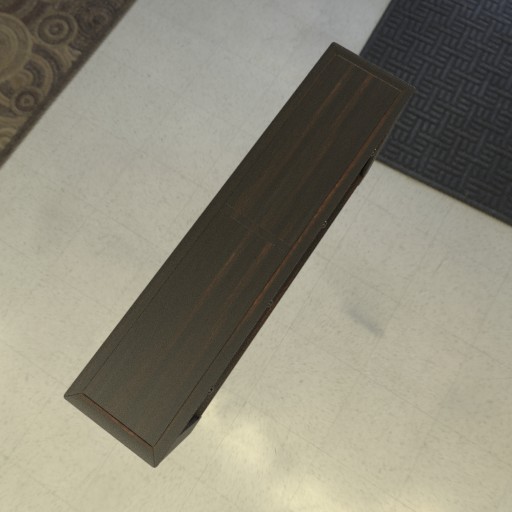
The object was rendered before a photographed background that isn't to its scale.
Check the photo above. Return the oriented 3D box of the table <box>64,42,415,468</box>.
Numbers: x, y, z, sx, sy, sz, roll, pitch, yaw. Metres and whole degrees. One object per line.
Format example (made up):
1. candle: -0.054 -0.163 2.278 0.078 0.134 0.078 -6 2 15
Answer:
1. table: 0.000 0.000 1.926 0.384 0.762 1.631 34 78 8
